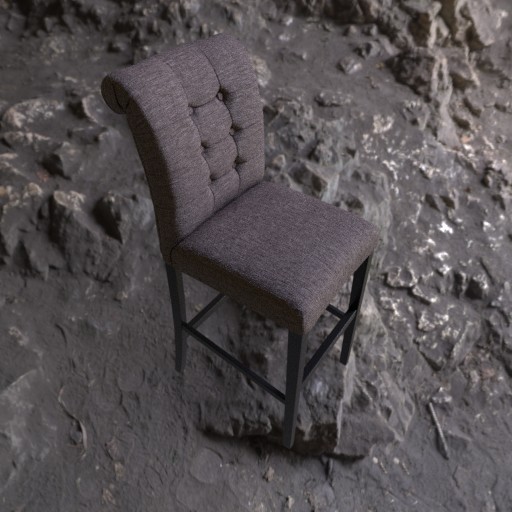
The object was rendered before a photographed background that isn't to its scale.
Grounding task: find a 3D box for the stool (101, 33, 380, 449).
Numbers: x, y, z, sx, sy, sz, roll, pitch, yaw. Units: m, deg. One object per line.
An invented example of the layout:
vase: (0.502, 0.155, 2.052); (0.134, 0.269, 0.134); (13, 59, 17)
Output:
stool: (0.000, 0.000, 1.382); (0.613, 1.131, 0.452); (25, 47, 26)
